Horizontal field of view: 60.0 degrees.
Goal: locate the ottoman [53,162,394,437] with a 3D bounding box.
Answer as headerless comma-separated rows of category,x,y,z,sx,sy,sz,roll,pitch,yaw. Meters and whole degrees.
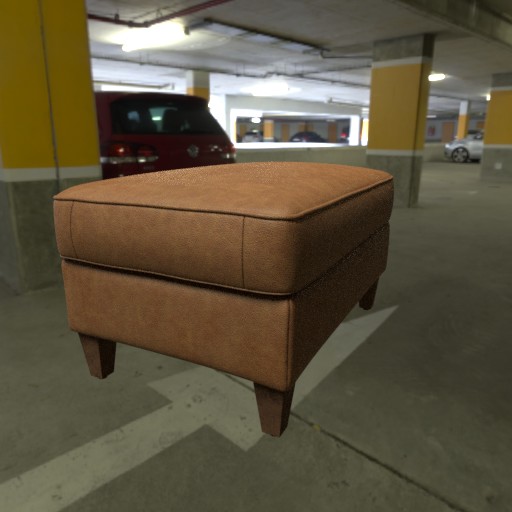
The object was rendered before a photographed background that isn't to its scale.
ottoman,0.000,0.000,1.206,0.584,0.483,0.864,8,17,26
